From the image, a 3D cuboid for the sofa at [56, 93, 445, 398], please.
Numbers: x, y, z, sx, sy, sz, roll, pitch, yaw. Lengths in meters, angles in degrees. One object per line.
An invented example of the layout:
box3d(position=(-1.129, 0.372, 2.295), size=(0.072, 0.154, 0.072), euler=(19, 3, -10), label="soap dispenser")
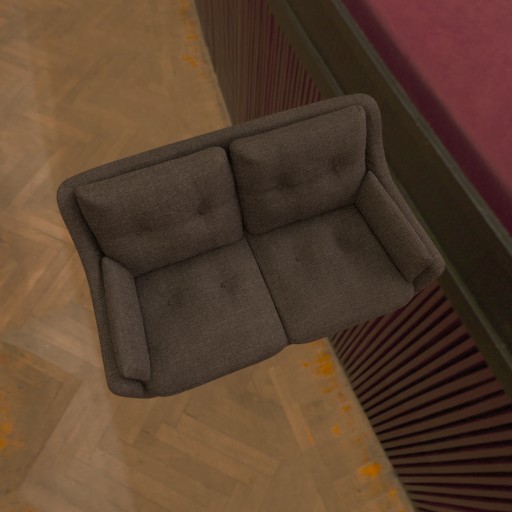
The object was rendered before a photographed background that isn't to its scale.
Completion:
box3d(position=(0.000, 0.000, 2.249), size=(1.646, 0.887, 0.976), euler=(-19, 65, -9), label="sofa")
